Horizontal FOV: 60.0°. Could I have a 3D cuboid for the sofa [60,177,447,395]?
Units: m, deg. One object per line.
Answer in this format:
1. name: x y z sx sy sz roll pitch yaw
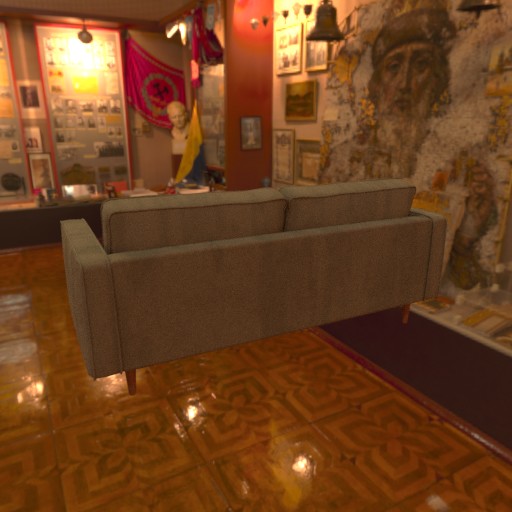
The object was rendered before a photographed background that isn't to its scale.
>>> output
1. sofa: 0.000 0.000 2.441 1.920 0.825 0.924 -8 19 -26
